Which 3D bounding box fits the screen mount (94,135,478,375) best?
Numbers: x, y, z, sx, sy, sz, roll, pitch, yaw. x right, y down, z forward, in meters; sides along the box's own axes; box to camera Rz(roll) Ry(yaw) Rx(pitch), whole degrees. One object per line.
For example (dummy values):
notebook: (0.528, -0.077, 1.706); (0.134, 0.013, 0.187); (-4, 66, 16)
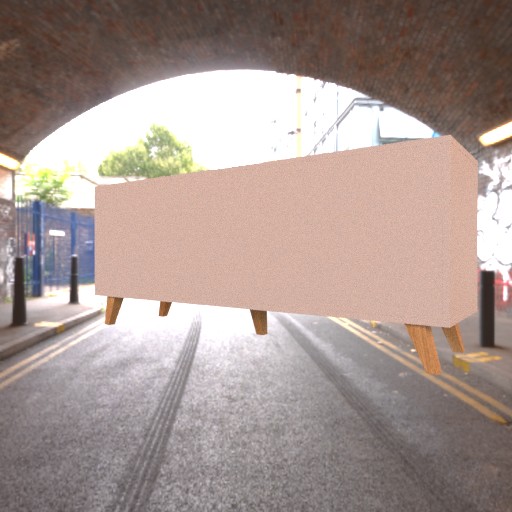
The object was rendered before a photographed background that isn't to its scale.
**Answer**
screen mount: (0.000, 0.000, 1.714); (1.490, 0.619, 0.400); (0, 0, 36)
